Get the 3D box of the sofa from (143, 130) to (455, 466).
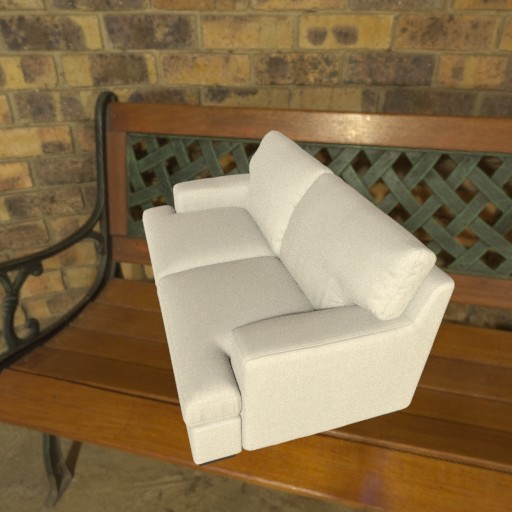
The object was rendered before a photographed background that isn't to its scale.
[{"bbox_3d":[0.000,0.000,2.519,1.143,0.940,1.880,-9,32,-15],"label":"sofa"}]
